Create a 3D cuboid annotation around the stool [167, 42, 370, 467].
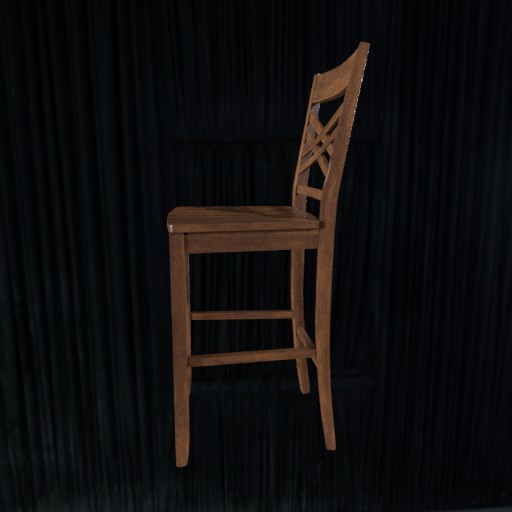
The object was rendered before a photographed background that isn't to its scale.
[{"bbox_3d":[0.000,0.000,1.321,0.504,1.098,0.426,-2,12,-7],"label":"stool"}]
